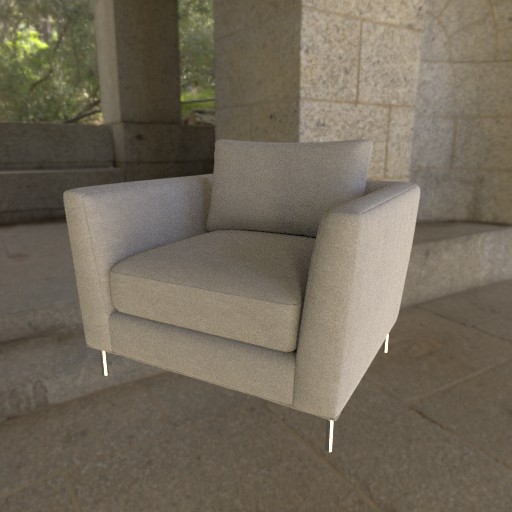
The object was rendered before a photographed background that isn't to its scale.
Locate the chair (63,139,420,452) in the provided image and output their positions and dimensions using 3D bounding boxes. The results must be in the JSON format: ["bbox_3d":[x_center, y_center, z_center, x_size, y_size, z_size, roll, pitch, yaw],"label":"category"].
[{"bbox_3d":[0.000,0.000,1.694,1.041,0.864,0.889,8,16,27],"label":"chair"}]
